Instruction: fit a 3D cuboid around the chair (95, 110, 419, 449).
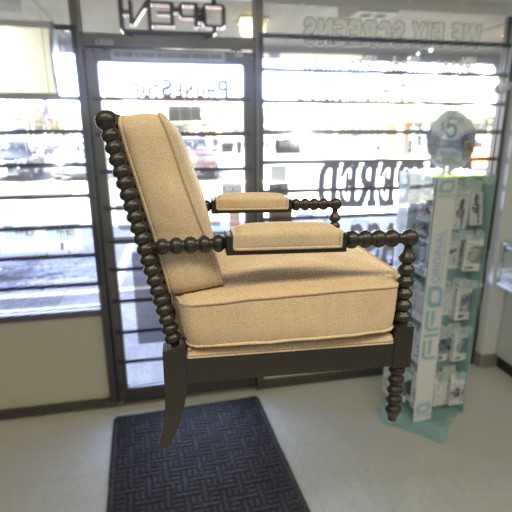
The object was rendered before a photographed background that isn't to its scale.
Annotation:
[{"bbox_3d":[0.000,0.000,1.156,0.657,0.703,0.555,-2,15,-9],"label":"chair"}]
